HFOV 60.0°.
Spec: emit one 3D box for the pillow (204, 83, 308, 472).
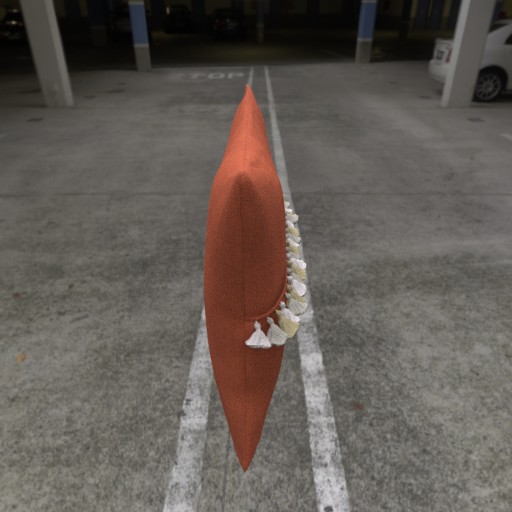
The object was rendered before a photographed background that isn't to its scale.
[{"bbox_3d":[0.000,0.000,0.761,0.165,0.482,0.490,0,31,0],"label":"pillow"}]
